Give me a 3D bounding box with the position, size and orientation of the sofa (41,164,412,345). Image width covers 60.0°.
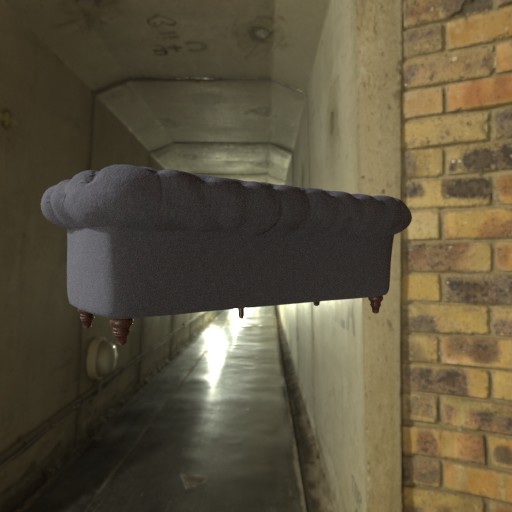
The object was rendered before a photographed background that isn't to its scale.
[{"bbox_3d":[0.000,0.000,2.795,2.335,0.836,1.046,0,0,-36],"label":"sofa"}]
